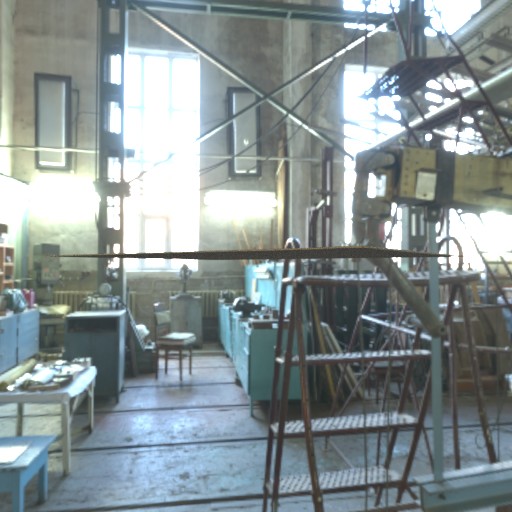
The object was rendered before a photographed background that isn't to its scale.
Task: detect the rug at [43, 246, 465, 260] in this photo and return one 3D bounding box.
[{"bbox_3d":[0.000,0.000,4.204,3.205,0.015,2.437,-1,-2,36],"label":"rug"}]
